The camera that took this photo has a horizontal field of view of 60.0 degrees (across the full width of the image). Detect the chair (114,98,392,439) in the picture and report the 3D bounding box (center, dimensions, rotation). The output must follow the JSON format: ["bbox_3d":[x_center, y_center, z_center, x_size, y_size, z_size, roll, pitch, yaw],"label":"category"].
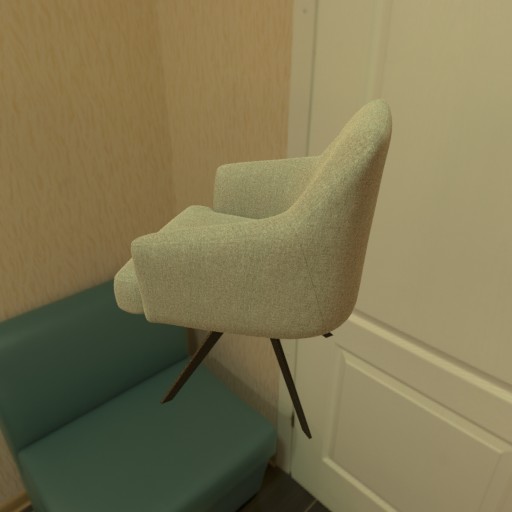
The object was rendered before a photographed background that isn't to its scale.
[{"bbox_3d":[0.000,0.000,1.333,0.677,0.874,0.642,8,30,14],"label":"chair"}]
